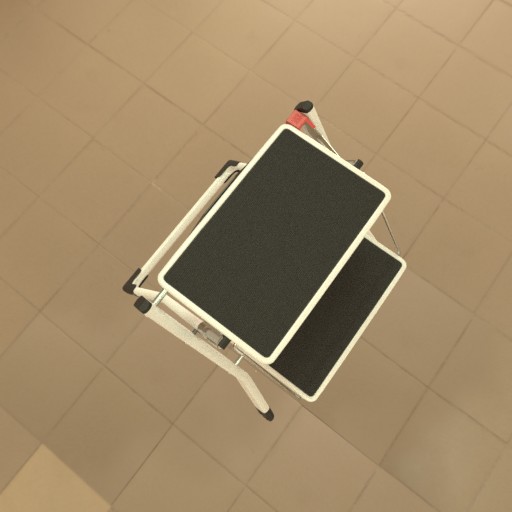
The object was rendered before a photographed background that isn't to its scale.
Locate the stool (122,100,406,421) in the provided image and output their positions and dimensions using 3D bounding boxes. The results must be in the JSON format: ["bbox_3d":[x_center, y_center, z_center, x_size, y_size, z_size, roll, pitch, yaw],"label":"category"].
[{"bbox_3d":[0.000,0.000,0.858,0.490,0.445,0.485,36,78,9],"label":"stool"}]
